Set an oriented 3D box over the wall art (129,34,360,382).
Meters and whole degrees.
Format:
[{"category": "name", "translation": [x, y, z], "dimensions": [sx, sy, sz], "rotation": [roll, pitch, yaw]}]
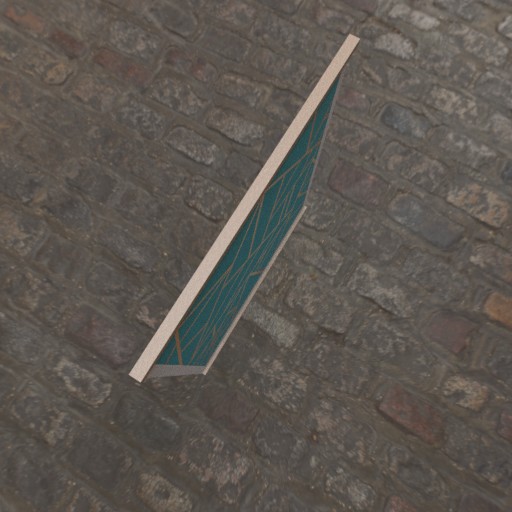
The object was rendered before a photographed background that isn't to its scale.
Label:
[{"category": "wall art", "translation": [0.000, 0.000, 0.669], "dimensions": [0.012, 0.508, 0.405], "rotation": [30, 78, 7]}]
